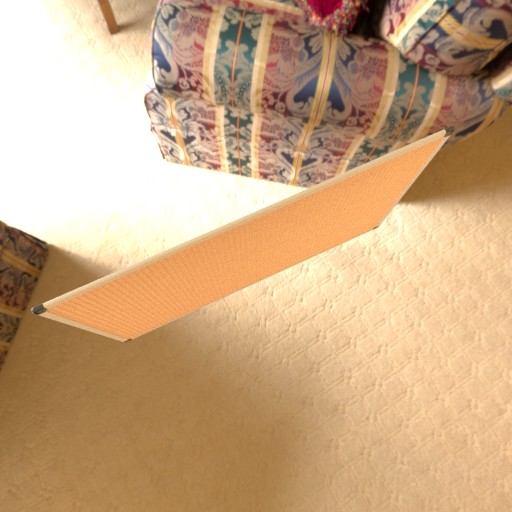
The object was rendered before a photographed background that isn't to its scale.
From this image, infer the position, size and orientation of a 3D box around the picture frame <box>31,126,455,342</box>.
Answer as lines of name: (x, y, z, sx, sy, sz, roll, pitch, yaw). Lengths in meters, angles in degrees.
picture frame: (0.000, 0.000, 1.139, 0.900, 0.600, 0.010, -24, 75, -7)
